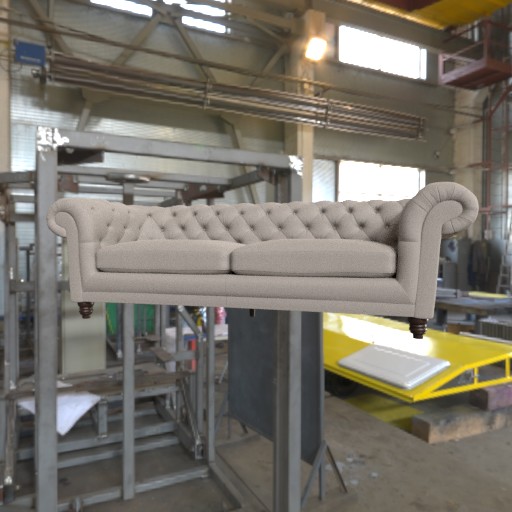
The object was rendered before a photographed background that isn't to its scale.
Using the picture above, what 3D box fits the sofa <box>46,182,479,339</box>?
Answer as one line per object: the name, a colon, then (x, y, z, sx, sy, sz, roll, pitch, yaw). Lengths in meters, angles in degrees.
sofa: (0.000, 0.000, 2.775, 2.411, 0.749, 0.991, 0, 1, 18)
